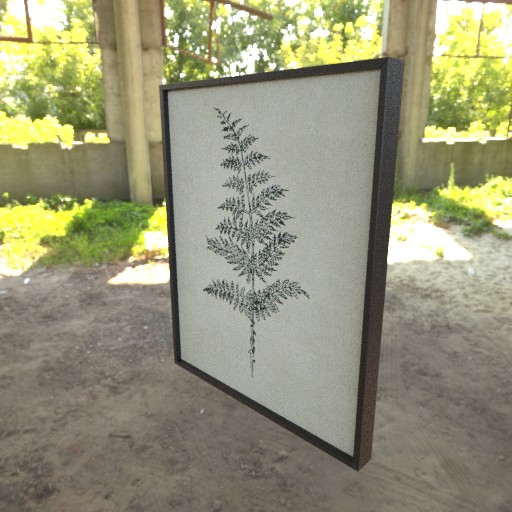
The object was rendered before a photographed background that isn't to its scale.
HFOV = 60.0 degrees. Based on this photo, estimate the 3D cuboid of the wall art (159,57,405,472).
[{"bbox_3d":[0.000,0.000,0.731,0.449,0.555,0.039,15,21,42],"label":"wall art"}]
